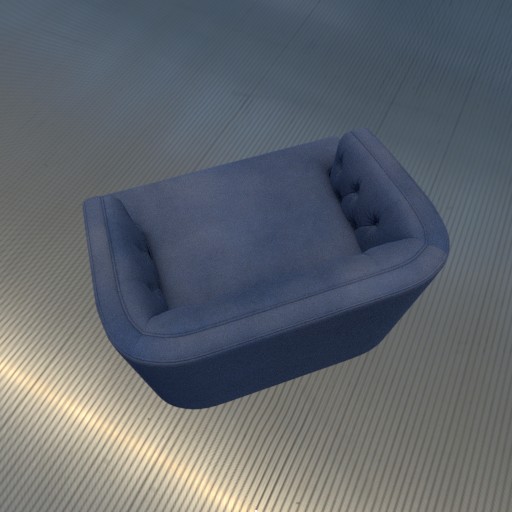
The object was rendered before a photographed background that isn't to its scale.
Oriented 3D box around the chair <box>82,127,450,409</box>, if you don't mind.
[{"bbox_3d":[0.000,0.000,1.747,1.118,0.787,0.914,-17,61,-9],"label":"chair"}]
